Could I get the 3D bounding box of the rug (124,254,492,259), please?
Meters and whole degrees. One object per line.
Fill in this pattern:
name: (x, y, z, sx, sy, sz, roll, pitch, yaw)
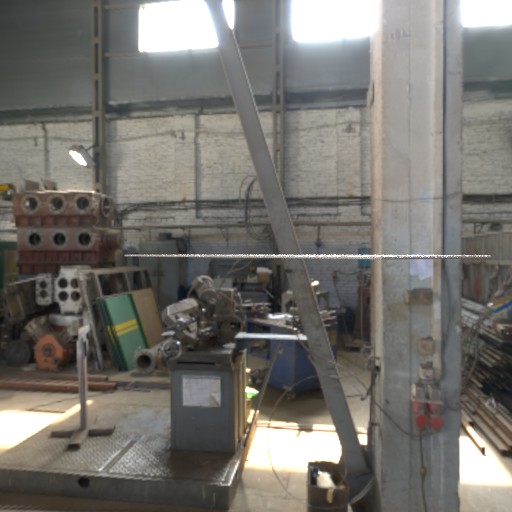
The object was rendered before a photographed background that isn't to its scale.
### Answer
rug: (0.000, 0.000, 1.998, 0.562, 0.009, 1.824, 0, 0, -36)
